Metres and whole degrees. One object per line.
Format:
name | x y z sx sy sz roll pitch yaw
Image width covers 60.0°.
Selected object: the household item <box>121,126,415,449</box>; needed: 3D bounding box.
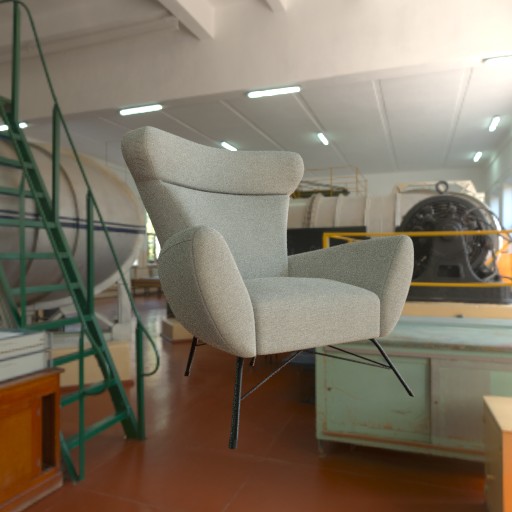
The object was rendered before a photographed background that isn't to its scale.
household item | 0.000 0.000 1.790 0.980 1.050 0.900 0 0 -35
